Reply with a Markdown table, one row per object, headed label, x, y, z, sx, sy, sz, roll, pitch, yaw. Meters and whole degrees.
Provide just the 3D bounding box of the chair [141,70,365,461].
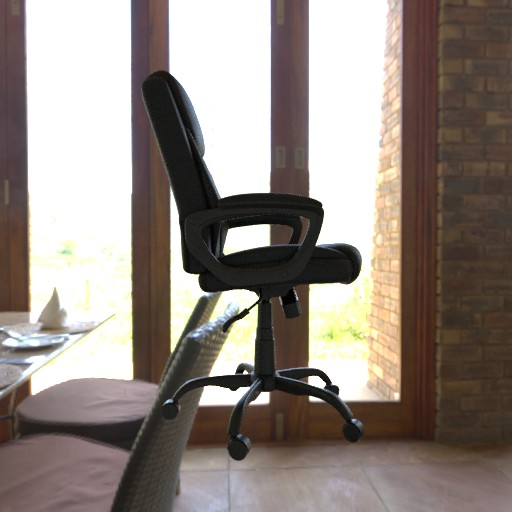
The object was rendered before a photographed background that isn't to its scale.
| label | x | y | z | sx | sy | sz | roll | pitch | yaw |
| --- | --- | --- | --- | --- | --- | --- | --- | --- | --- |
| chair | 0.000 | 0.000 | 1.461 | 0.655 | 1.072 | 0.615 | 0 | 1 | -1 |
